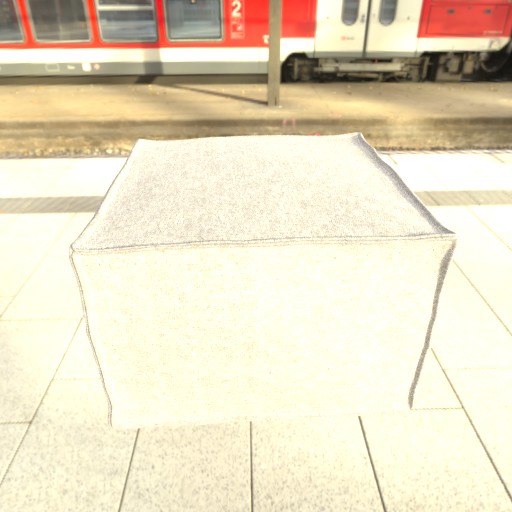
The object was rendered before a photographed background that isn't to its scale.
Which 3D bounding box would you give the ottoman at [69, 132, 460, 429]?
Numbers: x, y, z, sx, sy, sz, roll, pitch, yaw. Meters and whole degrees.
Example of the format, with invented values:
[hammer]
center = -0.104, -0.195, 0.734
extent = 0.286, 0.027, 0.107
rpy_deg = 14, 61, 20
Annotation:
[ottoman]
center = 0.000, 0.000, 1.137
extent = 0.707, 0.470, 0.696
rpy_deg = -2, 31, -3
